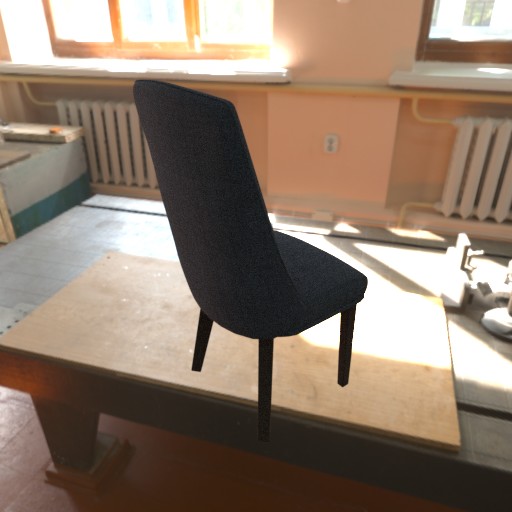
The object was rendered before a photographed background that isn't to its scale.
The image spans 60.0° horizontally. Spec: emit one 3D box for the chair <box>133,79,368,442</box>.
[{"bbox_3d":[0.000,0.000,1.373,0.577,1.050,0.510,-20,34,-33],"label":"chair"}]
